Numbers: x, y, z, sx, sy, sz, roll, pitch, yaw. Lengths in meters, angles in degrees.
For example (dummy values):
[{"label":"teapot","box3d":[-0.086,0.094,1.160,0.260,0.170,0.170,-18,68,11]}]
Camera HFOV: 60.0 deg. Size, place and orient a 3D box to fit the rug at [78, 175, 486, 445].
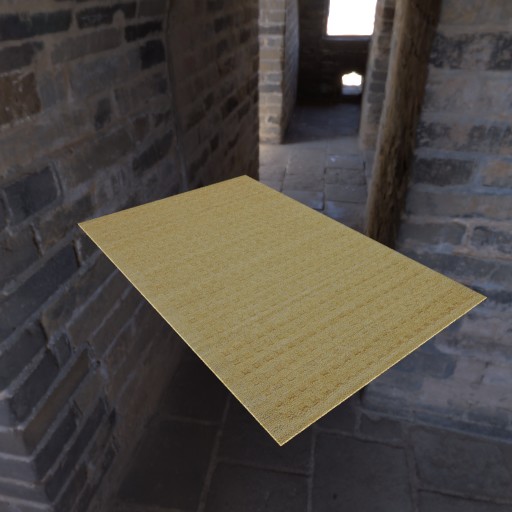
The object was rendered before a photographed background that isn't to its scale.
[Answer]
[{"label":"rug","box3d":[0.000,0.000,2.873,1.524,0.006,2.286,-22,39,-31]}]
